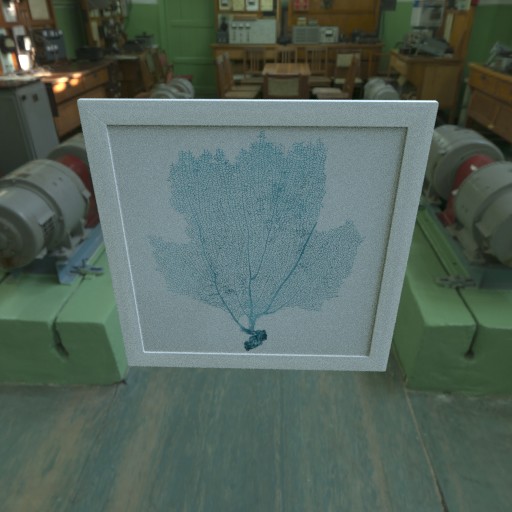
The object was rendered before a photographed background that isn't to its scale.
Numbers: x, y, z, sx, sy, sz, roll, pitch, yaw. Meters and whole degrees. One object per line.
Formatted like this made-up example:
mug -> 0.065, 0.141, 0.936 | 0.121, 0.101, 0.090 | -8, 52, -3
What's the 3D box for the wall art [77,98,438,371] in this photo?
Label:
wall art -> 0.000, 0.000, 0.866 | 0.584, 0.584, 0.013 | 1, 30, 1
